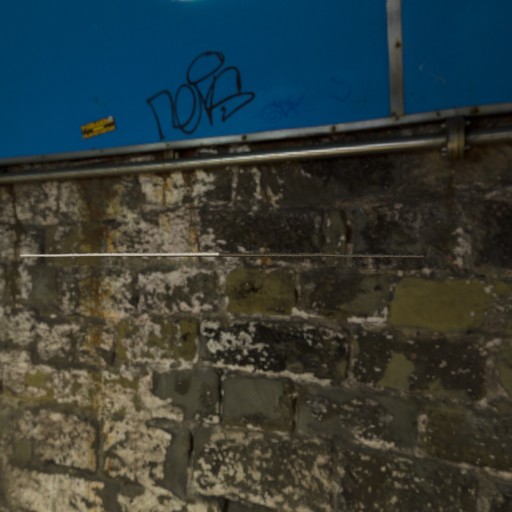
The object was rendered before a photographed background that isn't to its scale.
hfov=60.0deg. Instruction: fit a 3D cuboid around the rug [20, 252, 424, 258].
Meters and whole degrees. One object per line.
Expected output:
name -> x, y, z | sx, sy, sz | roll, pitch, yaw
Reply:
rug -> 0.000, 0.000, 3.034 | 1.531, 0.023, 2.444 | 0, 0, 37
